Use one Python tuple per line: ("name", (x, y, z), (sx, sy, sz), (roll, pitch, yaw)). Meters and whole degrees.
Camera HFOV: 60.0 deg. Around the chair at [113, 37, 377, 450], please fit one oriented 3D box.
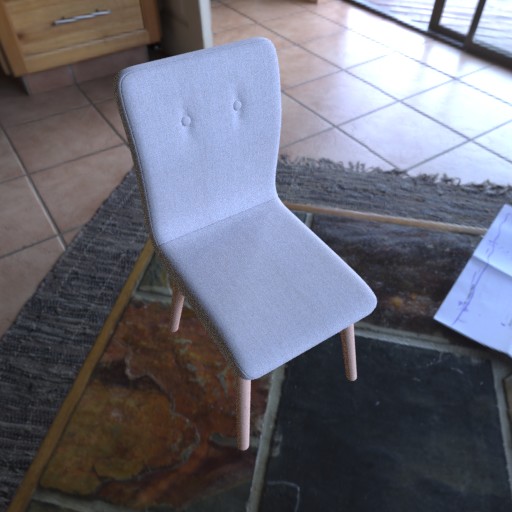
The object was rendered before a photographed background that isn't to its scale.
("chair", (0.000, 0.000, 1.167), (0.435, 0.885, 0.550), (-24, 51, -22))
